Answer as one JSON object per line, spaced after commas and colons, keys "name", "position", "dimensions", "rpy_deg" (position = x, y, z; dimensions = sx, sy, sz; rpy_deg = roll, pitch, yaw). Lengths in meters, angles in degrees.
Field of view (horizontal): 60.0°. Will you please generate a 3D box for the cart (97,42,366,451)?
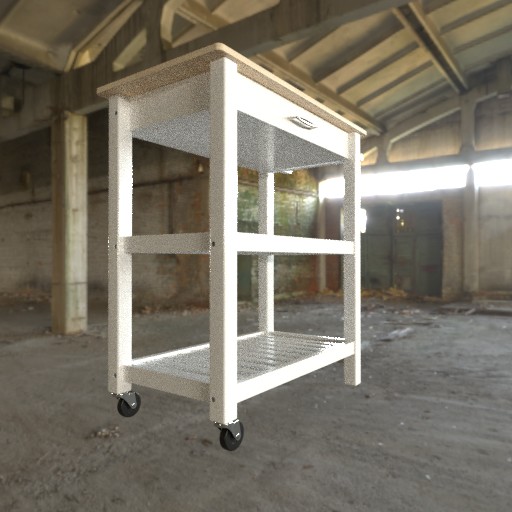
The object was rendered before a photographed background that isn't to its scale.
{"name": "cart", "position": [0.000, 0.000, 1.459], "dimensions": [0.457, 0.927, 0.899], "rpy_deg": [0, -1, 36]}
